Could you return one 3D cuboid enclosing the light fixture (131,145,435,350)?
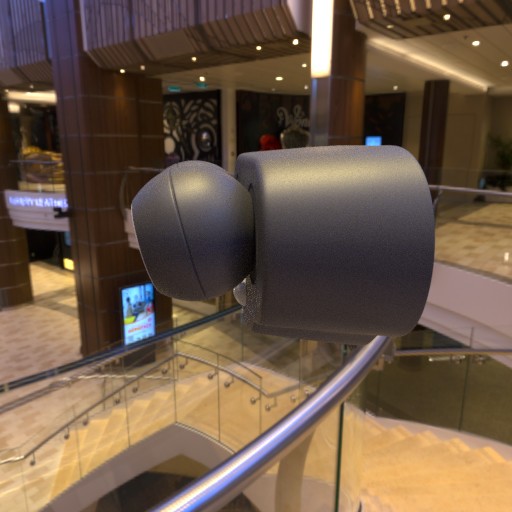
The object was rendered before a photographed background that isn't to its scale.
[{"bbox_3d":[0.000,0.000,0.330,0.159,0.159,0.229,-2,14,-7],"label":"light fixture"}]
